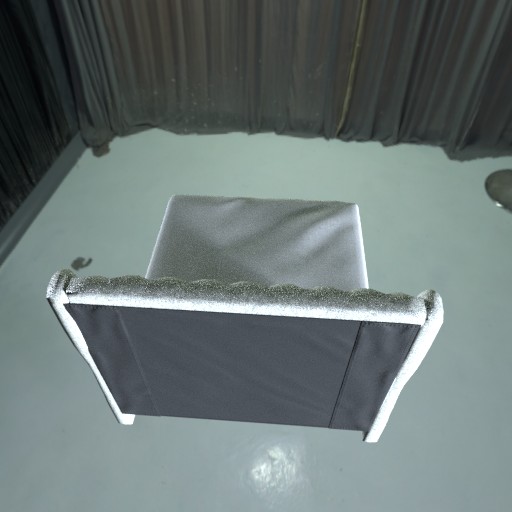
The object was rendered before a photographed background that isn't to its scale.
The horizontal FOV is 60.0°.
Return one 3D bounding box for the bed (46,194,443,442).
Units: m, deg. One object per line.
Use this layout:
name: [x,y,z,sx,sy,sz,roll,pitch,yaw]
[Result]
bed: [0.000,0.000,3.771,2.219,1.771,2.347,3,48,3]
